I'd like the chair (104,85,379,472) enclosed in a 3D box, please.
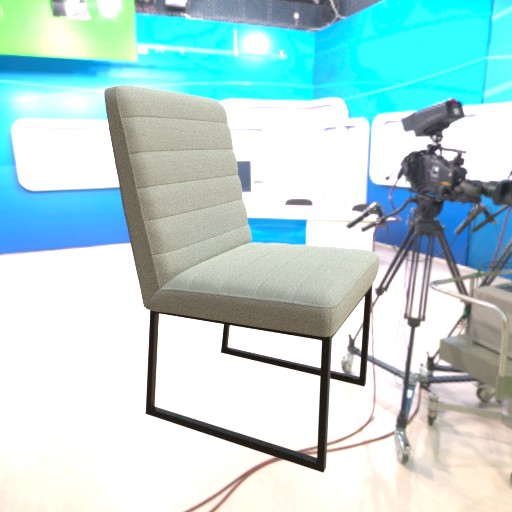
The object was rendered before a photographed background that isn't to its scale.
[{"bbox_3d":[0.000,0.000,1.304,0.634,0.930,0.520,7,16,25],"label":"chair"}]
